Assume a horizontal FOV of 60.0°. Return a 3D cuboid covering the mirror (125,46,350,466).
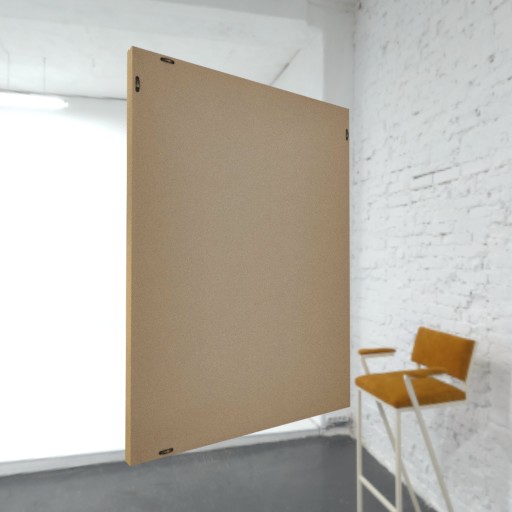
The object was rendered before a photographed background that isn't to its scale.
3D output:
[{"bbox_3d":[0.000,0.000,1.304,0.762,1.016,0.041,1,-1,-35],"label":"mirror"}]
